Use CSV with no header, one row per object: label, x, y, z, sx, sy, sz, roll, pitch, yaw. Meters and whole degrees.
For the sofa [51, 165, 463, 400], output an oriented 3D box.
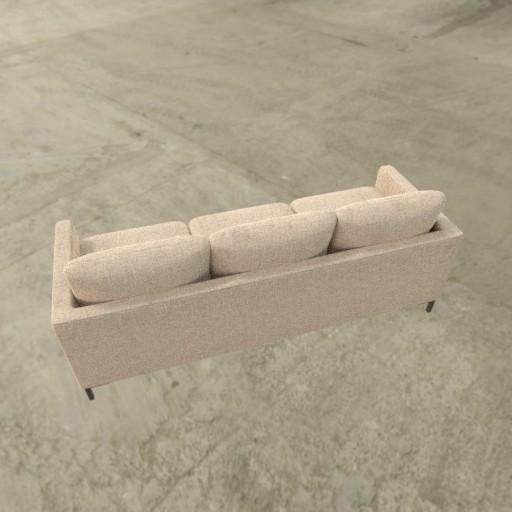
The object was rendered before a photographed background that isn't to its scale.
sofa,0.000,0.000,2.699,2.218,0.874,0.859,-12,43,-13
